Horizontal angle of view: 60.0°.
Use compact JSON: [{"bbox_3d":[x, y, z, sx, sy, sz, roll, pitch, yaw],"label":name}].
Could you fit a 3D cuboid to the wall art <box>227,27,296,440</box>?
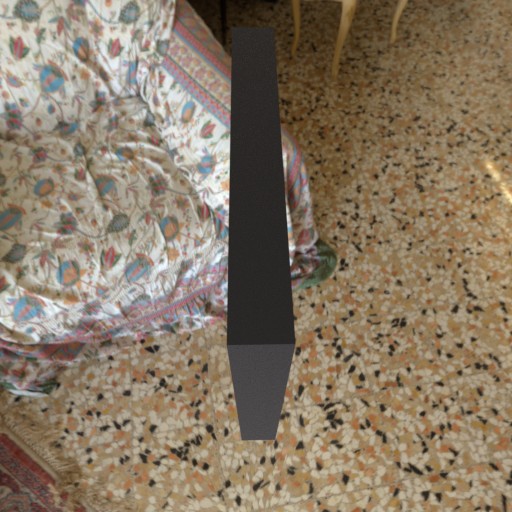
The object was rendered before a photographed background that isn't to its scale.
[{"bbox_3d":[0.000,0.000,0.454,0.038,0.304,0.304,-1,58,-1],"label":"wall art"}]
